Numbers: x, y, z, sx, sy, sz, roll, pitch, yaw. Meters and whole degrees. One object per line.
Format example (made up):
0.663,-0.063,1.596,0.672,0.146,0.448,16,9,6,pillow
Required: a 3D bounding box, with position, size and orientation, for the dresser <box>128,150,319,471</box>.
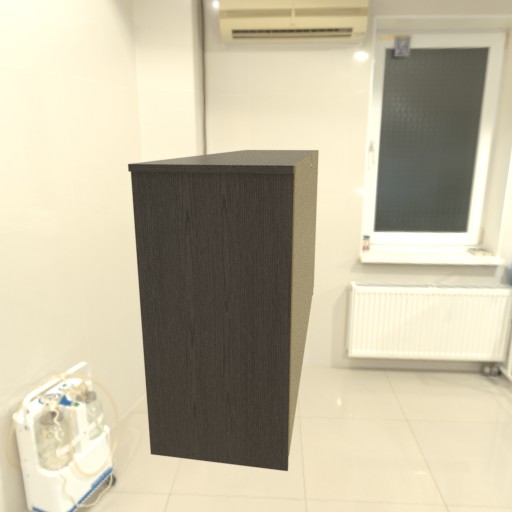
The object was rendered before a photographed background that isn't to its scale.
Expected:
0.000,0.000,1.688,0.401,0.755,1.360,3,15,9,dresser
